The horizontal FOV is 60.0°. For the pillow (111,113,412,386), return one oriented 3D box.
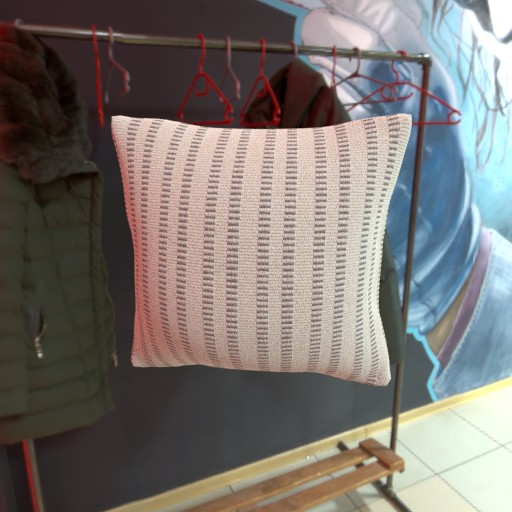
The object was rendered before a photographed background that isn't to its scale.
[{"bbox_3d":[0.000,0.000,0.687,0.438,0.419,0.247,2,16,8],"label":"pillow"}]
